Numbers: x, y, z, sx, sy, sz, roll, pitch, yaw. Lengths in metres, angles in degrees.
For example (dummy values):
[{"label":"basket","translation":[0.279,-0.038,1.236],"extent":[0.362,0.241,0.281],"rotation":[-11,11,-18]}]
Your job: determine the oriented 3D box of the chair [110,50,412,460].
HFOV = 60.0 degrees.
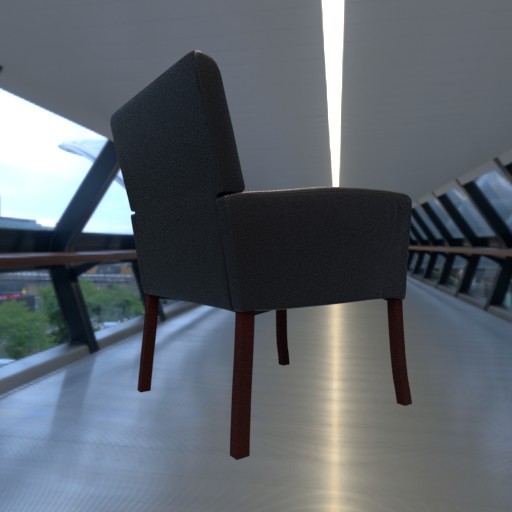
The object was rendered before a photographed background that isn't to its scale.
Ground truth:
[{"label":"chair","translation":[0.000,0.000,1.466],"extent":[0.772,0.951,0.683],"rotation":[0,1,-35]}]
